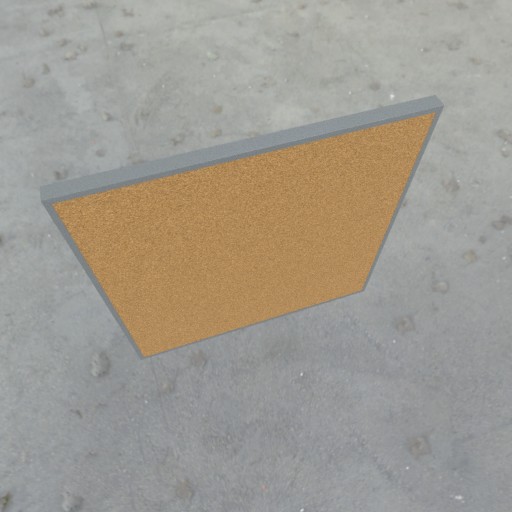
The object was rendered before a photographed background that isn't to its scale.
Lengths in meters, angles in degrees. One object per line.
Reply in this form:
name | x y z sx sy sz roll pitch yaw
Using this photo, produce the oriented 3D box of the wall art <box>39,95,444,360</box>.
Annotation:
wall art | 0.000 0.000 1.194 0.809 0.807 0.038 -16 59 -10
